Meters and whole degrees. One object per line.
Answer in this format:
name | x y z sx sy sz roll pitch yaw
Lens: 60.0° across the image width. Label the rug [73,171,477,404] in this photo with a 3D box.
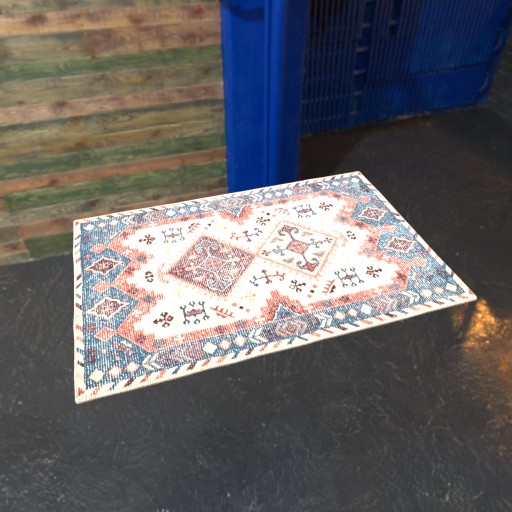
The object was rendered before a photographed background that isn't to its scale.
rug | 0.000 0.000 2.338 1.840 0.015 1.225 -12 43 -13
